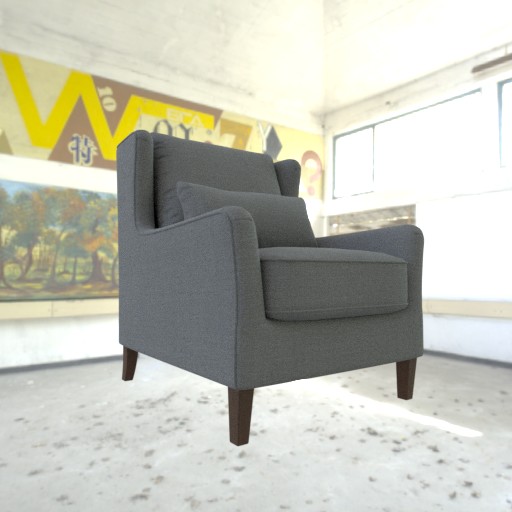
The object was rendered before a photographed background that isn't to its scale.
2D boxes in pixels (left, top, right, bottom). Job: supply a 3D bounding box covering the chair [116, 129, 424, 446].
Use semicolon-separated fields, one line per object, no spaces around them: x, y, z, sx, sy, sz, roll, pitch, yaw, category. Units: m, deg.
0.000;0.000;1.779;0.866;1.056;1.040;2;-3;-36;chair
